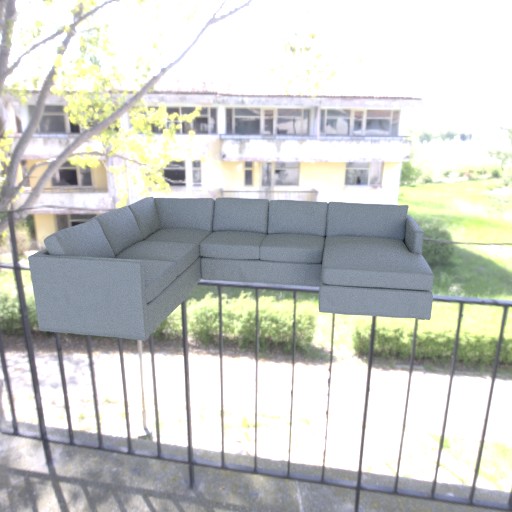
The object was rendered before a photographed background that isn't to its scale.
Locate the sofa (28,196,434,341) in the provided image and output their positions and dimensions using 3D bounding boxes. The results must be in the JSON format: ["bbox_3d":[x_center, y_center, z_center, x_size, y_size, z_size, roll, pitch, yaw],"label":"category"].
[{"bbox_3d":[0.000,0.000,4.613,3.460,0.882,2.427,3,17,10],"label":"sofa"}]
